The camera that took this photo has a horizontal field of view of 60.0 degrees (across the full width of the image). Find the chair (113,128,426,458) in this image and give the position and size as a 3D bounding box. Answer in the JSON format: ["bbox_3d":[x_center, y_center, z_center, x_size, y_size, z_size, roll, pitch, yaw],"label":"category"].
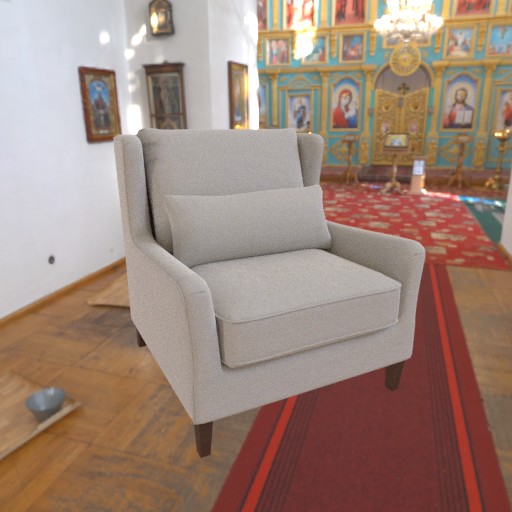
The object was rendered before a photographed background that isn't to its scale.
[{"bbox_3d":[0.000,0.000,1.906,0.982,1.056,1.040,-8,18,-26],"label":"chair"}]
